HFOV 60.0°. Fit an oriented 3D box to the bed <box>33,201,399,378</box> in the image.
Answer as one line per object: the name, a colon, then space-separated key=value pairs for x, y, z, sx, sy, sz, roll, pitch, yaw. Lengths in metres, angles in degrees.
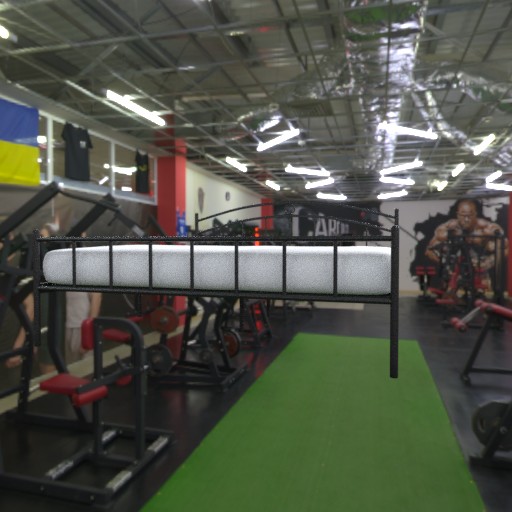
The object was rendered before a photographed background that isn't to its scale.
bed: x=0.000 y=0.000 z=3.068 sx=1.880 sy=0.940 sz=2.040 roll=1 pitch=2 yaw=18
